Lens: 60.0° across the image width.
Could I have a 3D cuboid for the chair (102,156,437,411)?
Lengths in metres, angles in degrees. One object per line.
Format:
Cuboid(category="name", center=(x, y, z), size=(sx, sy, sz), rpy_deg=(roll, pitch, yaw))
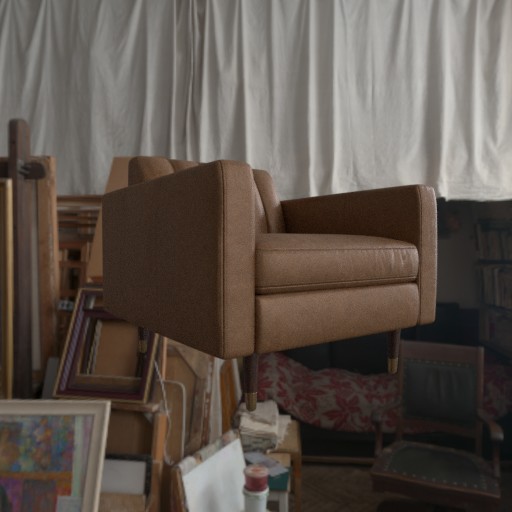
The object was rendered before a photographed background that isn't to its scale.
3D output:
Cuboid(category="chair", center=(0.000, 0.000, 1.714), size=(0.953, 0.819, 0.998), rpy_deg=(-1, 2, -35))
